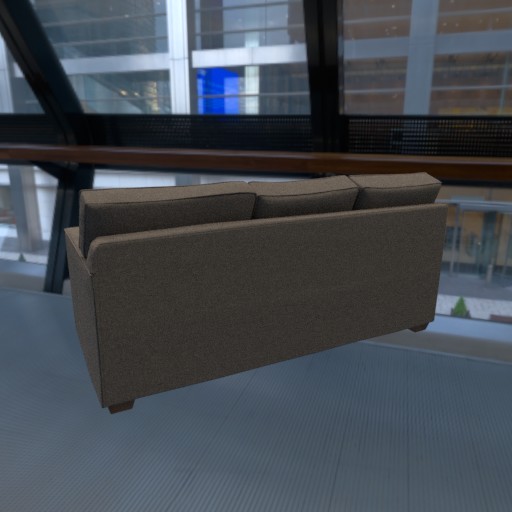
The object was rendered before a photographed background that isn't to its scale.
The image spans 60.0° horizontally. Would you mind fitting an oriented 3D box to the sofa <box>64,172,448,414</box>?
[{"bbox_3d":[0.000,0.000,2.577,1.963,0.946,1.034,-8,17,-27],"label":"sofa"}]
